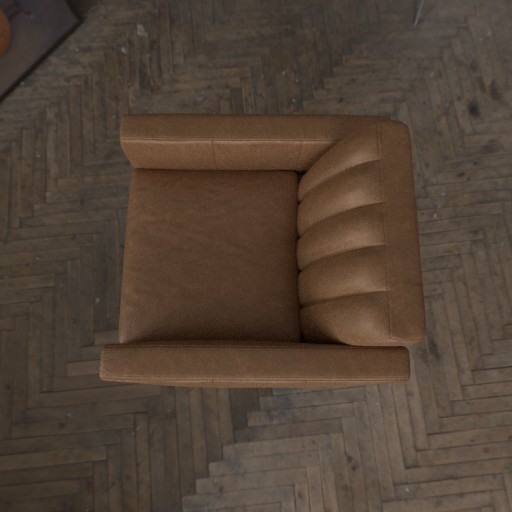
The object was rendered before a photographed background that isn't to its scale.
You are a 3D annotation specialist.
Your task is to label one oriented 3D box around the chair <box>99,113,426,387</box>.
[{"bbox_3d":[0.000,0.000,1.684,0.998,0.819,0.953,0,76,0],"label":"chair"}]
